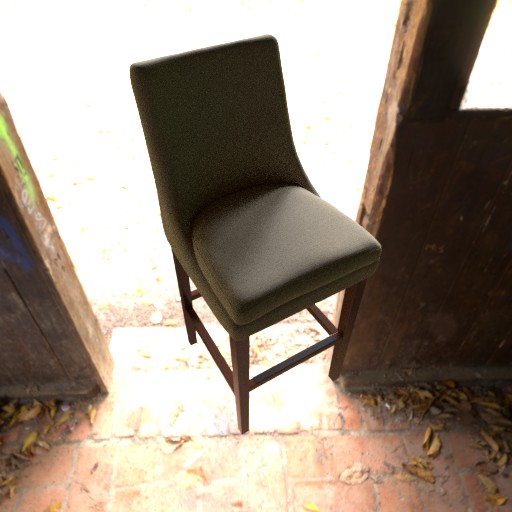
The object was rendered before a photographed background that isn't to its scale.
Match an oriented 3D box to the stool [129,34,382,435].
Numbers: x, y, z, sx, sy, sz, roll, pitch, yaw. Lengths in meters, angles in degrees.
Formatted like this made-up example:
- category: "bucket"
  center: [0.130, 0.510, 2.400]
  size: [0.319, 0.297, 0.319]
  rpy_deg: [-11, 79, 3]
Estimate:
- category: "stool"
  center: [0.000, 0.000, 1.360]
  size: [0.470, 1.078, 0.577]
  rpy_deg: [-23, 50, -21]
